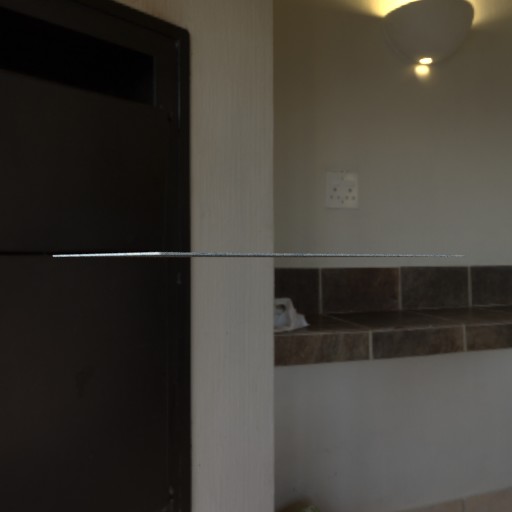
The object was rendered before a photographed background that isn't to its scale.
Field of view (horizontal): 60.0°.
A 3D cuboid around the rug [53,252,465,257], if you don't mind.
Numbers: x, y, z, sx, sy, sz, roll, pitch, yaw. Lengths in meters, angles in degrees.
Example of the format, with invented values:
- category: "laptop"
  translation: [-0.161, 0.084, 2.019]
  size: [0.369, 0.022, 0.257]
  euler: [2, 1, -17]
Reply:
- category: "rug"
  translation: [0.000, 0.000, 4.186]
  size: [3.056, 0.013, 2.441]
  euler: [0, 0, -36]
